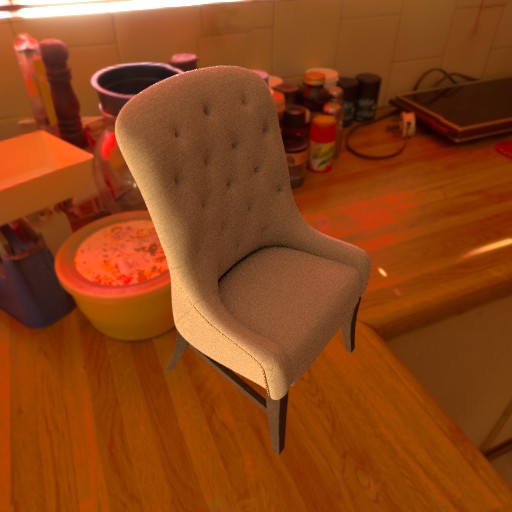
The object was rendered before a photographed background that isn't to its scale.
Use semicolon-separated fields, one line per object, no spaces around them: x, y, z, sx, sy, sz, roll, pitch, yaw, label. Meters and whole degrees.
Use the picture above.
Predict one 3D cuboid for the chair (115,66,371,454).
0.000;0.000;1.505;0.629;1.091;0.634;25;45;27;chair
